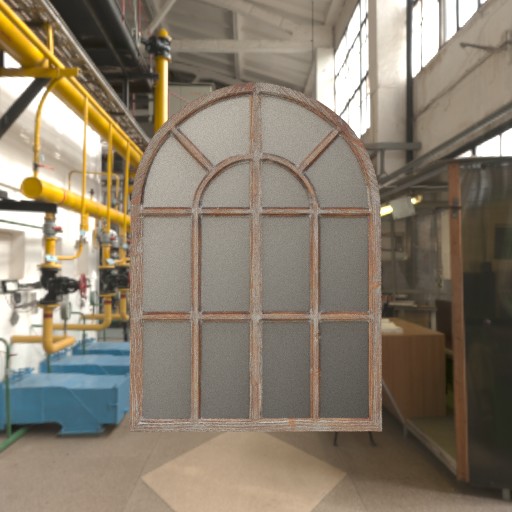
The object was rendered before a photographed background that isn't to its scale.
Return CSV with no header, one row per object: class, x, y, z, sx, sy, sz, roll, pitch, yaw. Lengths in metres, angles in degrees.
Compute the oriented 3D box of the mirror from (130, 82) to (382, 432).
mirror,0.000,0.000,1.183,0.660,0.920,0.032,0,-1,0
